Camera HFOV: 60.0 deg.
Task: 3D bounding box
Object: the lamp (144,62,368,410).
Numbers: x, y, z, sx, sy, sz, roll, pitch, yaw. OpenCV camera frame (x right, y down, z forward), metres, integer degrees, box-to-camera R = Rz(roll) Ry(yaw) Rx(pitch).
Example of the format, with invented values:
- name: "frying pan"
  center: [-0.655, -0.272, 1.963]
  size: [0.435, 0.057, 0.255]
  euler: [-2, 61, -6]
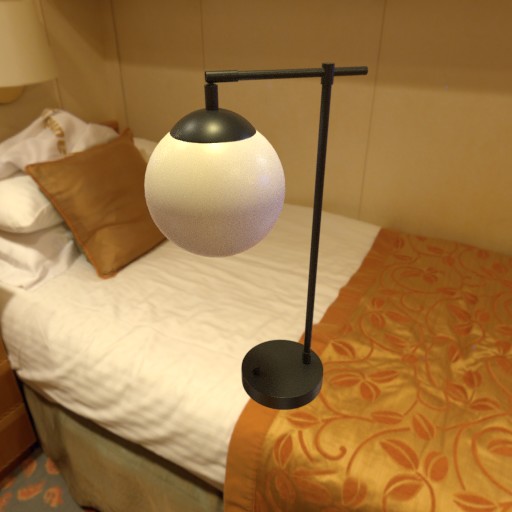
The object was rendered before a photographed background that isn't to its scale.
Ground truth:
- name: "lamp"
  center: [0.000, 0.000, 0.704]
  size: [0.316, 0.559, 0.197]
  euler: [-8, 31, -14]
